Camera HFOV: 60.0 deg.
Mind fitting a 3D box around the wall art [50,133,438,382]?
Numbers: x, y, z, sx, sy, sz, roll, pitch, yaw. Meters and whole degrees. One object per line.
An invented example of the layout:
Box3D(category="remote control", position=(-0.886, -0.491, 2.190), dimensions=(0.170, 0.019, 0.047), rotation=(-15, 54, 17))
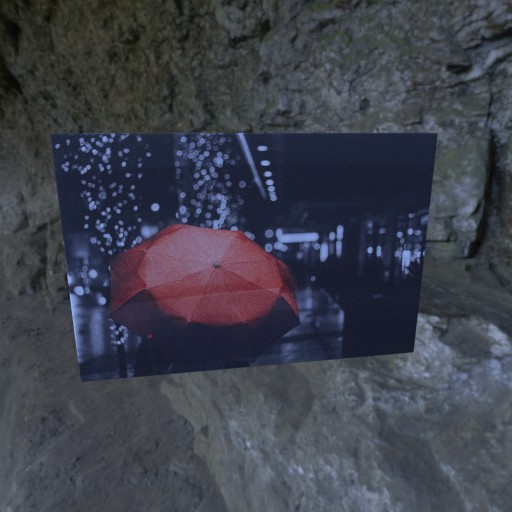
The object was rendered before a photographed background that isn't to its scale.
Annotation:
Box3D(category="wall art", position=(0.000, 0.000, 0.761), dimensions=(0.609, 0.406, 0.037), rotation=(-3, 16, -9))
